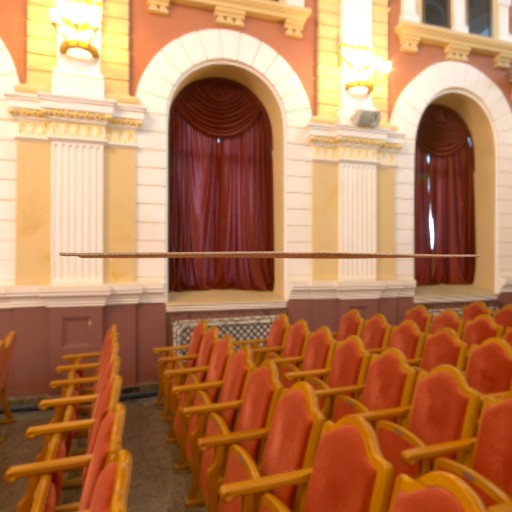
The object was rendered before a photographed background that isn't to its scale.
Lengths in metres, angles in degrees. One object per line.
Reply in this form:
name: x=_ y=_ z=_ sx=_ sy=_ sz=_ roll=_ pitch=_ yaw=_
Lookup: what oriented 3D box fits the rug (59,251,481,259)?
rug: x=0.000 y=0.000 z=3.043 sx=2.346 sy=0.029 sz=1.574 roll=0 pitch=-1 yaw=-18
